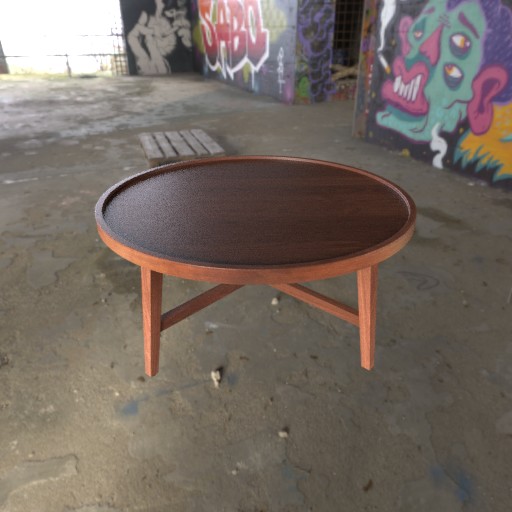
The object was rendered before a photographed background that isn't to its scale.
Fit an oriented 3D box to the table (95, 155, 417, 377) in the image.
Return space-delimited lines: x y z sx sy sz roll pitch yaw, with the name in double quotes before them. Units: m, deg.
"table" 0.000 0.000 1.239 0.800 0.360 0.800 0 27 0
